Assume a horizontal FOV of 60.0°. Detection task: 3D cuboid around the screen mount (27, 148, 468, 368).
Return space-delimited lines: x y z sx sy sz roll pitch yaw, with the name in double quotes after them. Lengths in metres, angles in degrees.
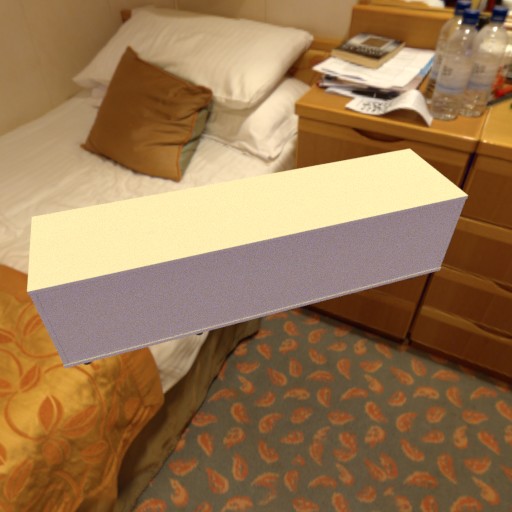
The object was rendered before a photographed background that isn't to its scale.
0.000 0.000 1.849 1.600 0.520 0.418 -13 43 -14 "screen mount"
